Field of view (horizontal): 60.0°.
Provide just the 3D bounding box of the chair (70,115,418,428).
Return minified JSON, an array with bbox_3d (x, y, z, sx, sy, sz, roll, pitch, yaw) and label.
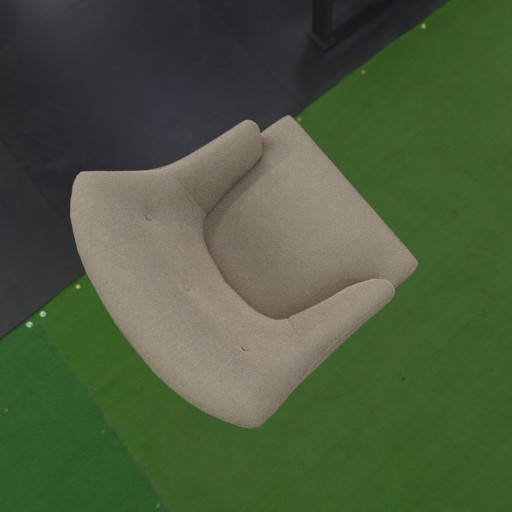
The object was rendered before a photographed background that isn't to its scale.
[{"bbox_3d":[0.000,0.000,1.593,0.923,0.856,0.864,-36,79,-8],"label":"chair"}]
